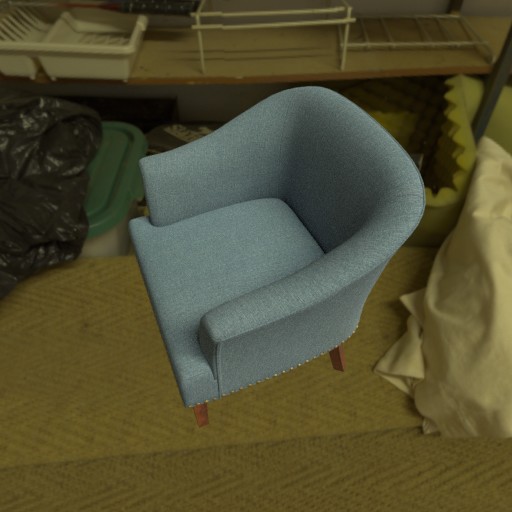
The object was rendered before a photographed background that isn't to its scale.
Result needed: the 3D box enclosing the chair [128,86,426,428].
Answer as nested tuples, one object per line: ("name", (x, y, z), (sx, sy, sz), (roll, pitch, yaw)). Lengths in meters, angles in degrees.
("chair", (0.000, 0.000, 1.414), (0.704, 0.815, 0.772), (-17, 48, -16))
